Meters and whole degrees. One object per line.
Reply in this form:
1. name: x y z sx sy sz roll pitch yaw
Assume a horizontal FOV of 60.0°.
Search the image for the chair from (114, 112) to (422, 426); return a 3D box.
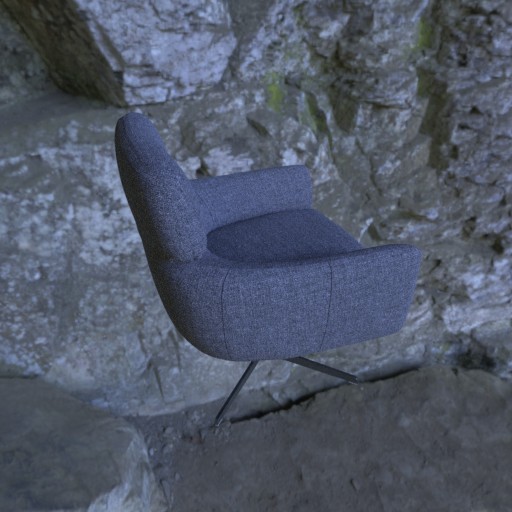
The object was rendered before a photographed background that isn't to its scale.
1. chair: 0.000 0.000 1.348 0.715 0.812 0.706 -10 32 -17
